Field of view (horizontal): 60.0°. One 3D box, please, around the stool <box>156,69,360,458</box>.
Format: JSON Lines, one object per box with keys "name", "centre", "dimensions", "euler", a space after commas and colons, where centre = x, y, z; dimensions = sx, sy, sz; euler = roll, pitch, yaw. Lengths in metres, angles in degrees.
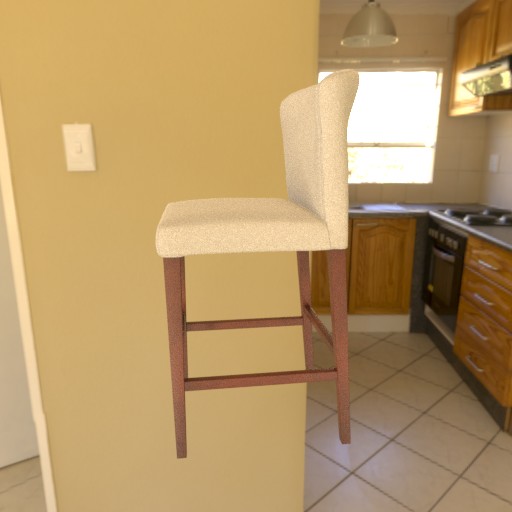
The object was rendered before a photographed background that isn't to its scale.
{"name": "stool", "centre": [0.000, 0.000, 1.377], "dimensions": [0.568, 1.069, 0.479], "euler": [-2, 14, -8]}
